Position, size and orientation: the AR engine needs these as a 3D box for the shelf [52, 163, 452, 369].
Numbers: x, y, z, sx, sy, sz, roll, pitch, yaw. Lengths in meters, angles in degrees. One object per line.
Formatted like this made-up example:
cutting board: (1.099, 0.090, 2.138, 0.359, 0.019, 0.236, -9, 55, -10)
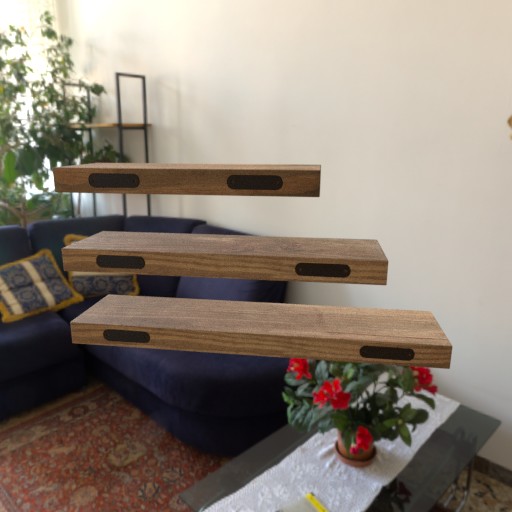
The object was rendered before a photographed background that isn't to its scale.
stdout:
shelf: (0.000, 0.000, 0.738, 0.610, 0.293, 0.140, 2, 15, 8)
